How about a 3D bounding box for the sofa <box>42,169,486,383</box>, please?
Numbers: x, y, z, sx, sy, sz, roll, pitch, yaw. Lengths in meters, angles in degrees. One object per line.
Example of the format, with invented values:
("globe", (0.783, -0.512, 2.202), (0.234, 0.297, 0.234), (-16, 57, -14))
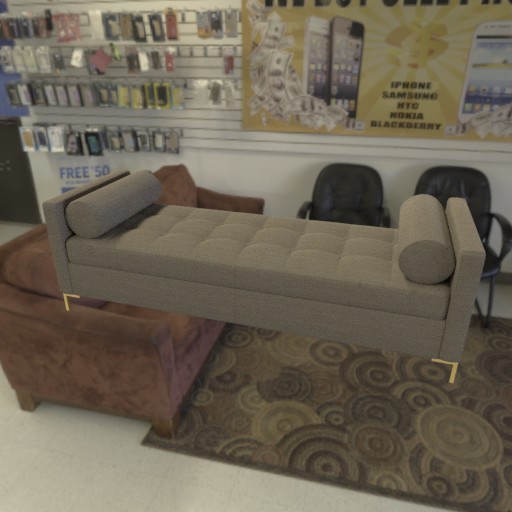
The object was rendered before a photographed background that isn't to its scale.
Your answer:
("sofa", (0.000, 0.000, 2.305), (1.981, 0.635, 0.686), (8, 26, 15))
